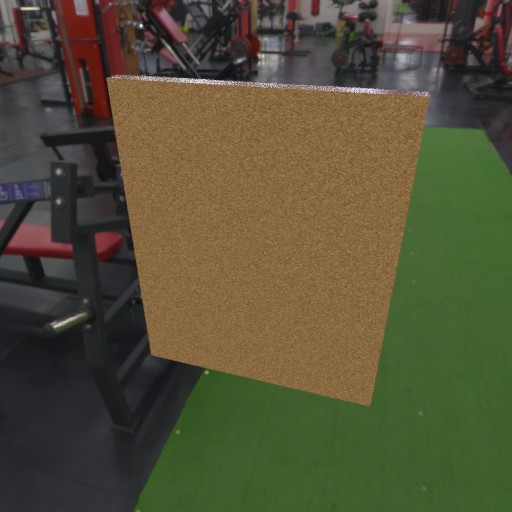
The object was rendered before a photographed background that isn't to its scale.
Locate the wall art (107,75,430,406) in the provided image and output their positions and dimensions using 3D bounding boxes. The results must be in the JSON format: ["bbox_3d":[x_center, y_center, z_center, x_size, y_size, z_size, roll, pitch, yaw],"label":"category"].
[{"bbox_3d":[0.000,0.000,0.774,0.467,0.567,0.033,9,32,15],"label":"wall art"}]
